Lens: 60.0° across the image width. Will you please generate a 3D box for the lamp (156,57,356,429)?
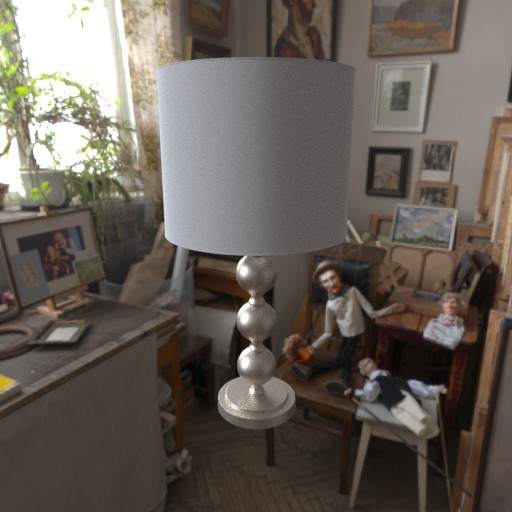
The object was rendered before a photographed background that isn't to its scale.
[{"bbox_3d":[0.000,0.000,0.698,0.277,0.538,0.277,-3,16,-9],"label":"lamp"}]
